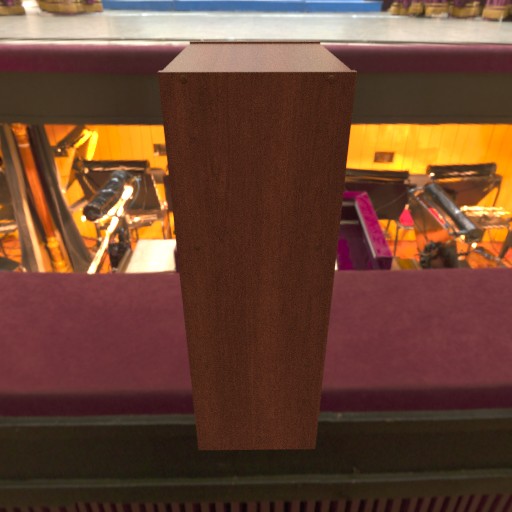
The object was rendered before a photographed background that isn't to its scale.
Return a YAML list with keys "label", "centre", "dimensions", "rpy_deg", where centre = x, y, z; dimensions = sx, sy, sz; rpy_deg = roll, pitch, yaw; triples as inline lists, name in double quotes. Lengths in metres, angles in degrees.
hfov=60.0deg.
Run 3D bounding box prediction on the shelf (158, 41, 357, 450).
- label: "shelf"
  centre: [0.000, 0.000, 1.048]
  dimensions: [0.290, 0.879, 0.414]
  rpy_deg: [0, 32, -1]
